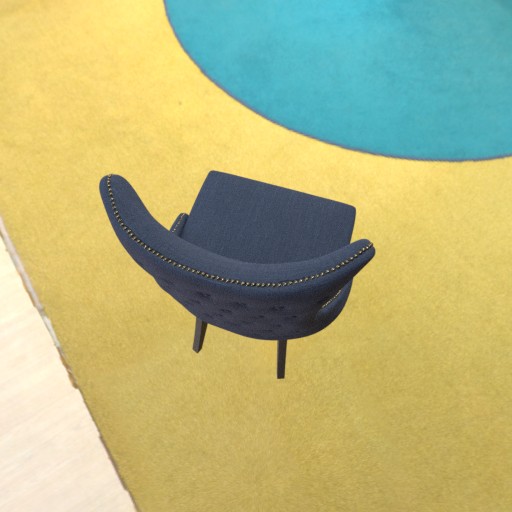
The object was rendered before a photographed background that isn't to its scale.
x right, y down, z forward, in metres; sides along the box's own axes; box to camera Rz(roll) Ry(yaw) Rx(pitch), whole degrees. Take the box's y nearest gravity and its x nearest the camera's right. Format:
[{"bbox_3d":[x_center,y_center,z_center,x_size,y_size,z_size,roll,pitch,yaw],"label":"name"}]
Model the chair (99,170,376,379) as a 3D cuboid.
[{"bbox_3d":[0.000,0.000,1.389,0.628,0.967,0.635,16,63,8],"label":"chair"}]
